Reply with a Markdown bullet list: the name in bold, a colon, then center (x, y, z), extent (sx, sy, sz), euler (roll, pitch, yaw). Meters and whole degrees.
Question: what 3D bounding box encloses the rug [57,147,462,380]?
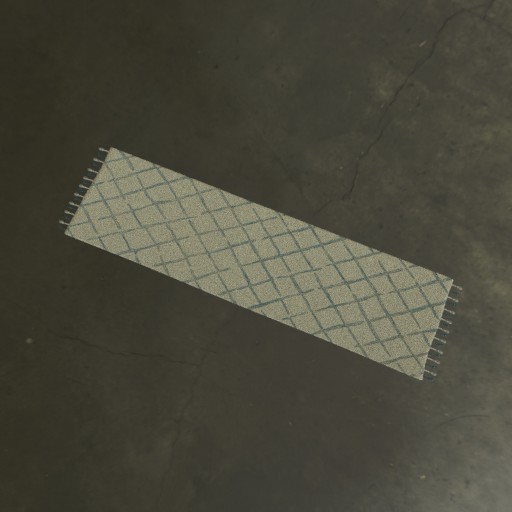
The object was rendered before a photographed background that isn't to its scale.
- **rug**: center (0.000, 0.000, 2.630), extent (2.372, 0.008, 0.620), euler (22, 77, 5)
